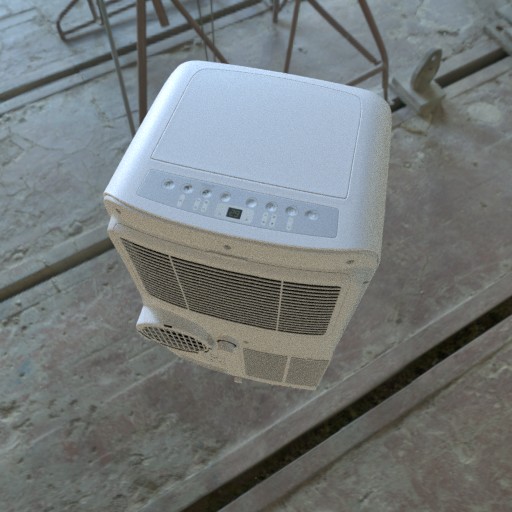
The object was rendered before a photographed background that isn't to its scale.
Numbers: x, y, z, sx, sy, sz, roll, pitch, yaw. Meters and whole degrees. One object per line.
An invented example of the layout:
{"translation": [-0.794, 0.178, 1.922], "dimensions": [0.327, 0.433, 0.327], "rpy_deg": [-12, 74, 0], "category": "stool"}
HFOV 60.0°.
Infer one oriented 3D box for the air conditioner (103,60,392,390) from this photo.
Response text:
{"translation": [0.000, 0.000, 1.031], "dimensions": [0.478, 0.765, 0.467], "rpy_deg": [12, 64, 6], "category": "air conditioner"}
